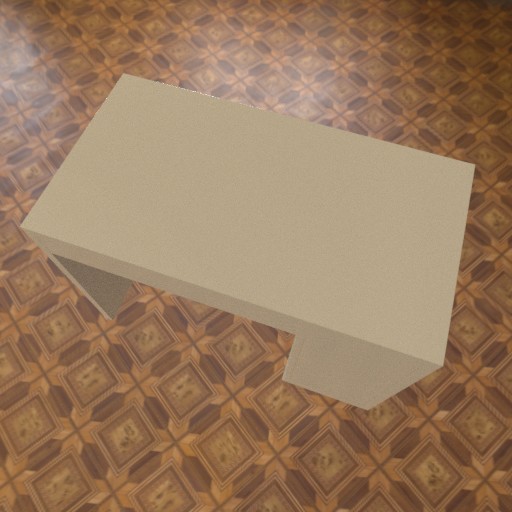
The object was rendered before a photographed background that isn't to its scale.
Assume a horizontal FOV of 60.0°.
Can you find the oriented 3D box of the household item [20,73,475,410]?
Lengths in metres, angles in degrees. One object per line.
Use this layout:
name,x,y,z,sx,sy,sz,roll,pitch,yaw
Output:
household item,0.000,0.000,1.537,1.100,0.749,0.597,17,65,8
